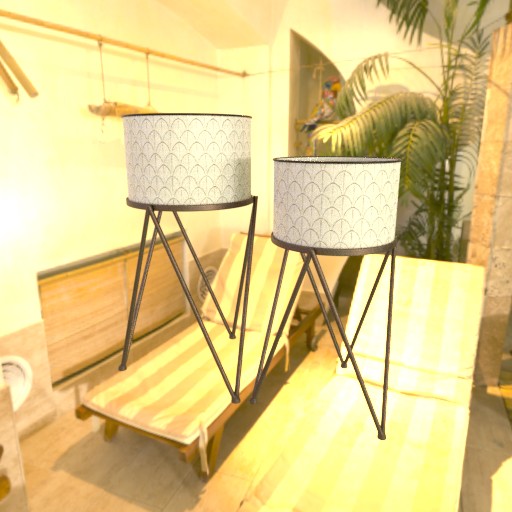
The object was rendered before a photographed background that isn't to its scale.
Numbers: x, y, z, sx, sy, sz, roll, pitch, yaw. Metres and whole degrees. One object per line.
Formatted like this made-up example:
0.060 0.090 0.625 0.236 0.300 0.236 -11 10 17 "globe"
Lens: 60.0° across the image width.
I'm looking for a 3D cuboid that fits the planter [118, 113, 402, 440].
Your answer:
0.000 0.000 1.177 0.769 0.712 0.413 7 16 25 "planter"
